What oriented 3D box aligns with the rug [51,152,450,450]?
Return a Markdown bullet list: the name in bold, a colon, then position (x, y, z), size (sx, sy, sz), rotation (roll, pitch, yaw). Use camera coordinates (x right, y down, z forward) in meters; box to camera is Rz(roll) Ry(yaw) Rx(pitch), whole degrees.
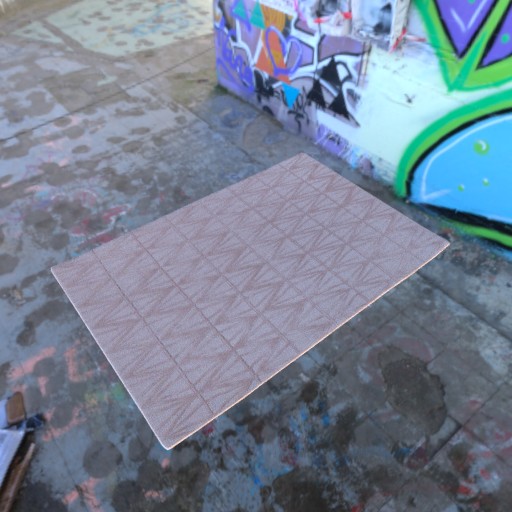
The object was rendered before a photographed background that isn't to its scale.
- **rug**: position (0.000, 0.000, 2.424), size (1.837, 0.025, 1.230), rotation (-29, 52, -26)
